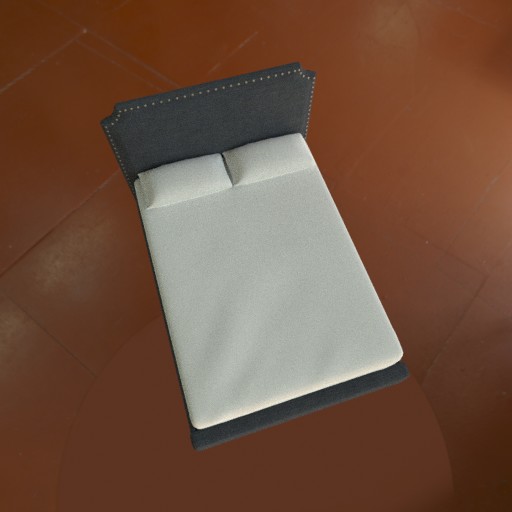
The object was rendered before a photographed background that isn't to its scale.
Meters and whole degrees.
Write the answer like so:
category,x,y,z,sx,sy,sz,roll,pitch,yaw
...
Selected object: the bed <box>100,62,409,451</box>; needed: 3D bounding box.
category,x,y,z,sx,sy,sz,roll,pitch,yaw
bed,0.000,0.000,3.469,1.713,1.443,2.372,-16,65,-8
